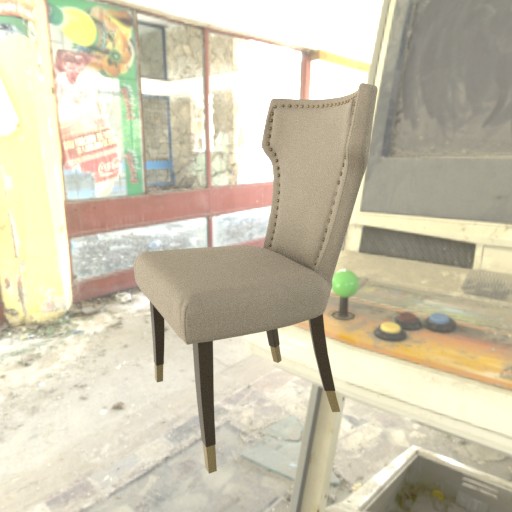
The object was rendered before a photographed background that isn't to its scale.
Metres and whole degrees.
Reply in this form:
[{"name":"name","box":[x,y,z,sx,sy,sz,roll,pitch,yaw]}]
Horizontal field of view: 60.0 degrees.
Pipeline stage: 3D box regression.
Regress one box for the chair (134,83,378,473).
[{"name":"chair","box":[0.000,0.000,1.331,0.630,0.950,0.526,-7,16,-26]}]
